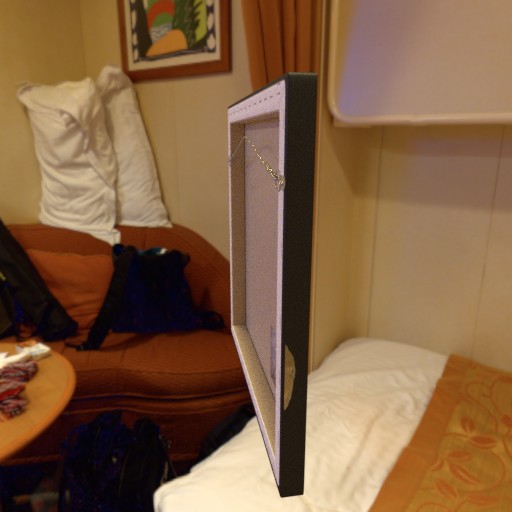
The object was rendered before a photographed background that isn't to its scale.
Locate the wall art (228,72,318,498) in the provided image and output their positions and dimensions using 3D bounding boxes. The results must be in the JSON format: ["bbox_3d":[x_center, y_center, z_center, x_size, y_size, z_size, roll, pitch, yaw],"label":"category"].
[{"bbox_3d":[0.000,0.000,0.892,0.043,0.611,0.610,-3,15,-10],"label":"wall art"}]
